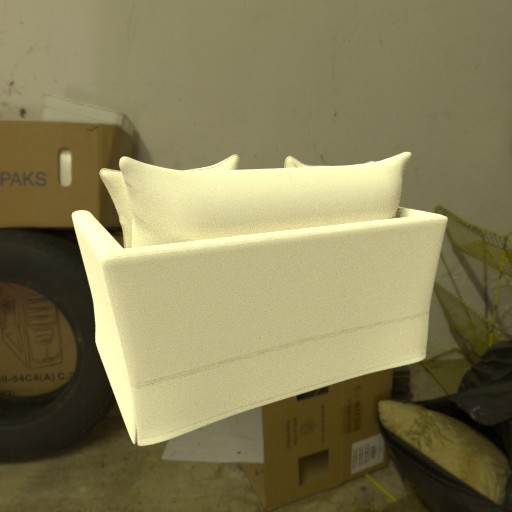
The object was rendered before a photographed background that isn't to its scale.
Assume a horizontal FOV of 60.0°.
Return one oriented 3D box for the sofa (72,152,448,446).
[{"bbox_3d":[0.000,0.000,2.243,1.608,1.039,1.026,-8,17,-26],"label":"sofa"}]
